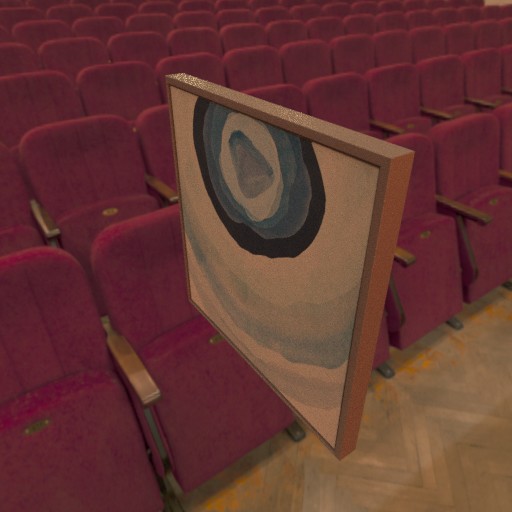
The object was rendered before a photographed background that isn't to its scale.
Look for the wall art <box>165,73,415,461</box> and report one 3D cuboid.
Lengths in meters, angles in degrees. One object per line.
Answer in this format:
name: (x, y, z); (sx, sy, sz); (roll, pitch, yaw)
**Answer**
wall art: (0.000, 0.000, 0.520); (0.028, 0.349, 0.349); (-21, 38, -29)
